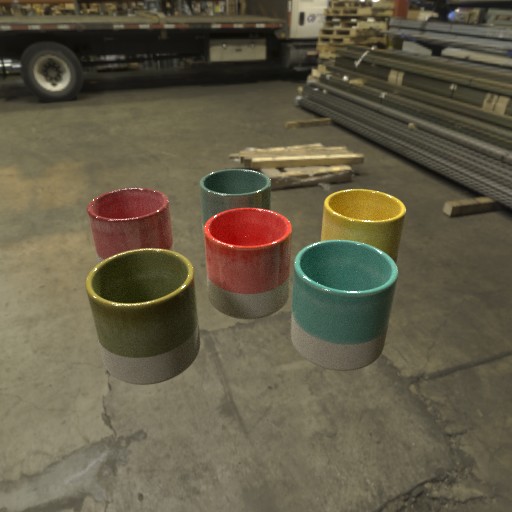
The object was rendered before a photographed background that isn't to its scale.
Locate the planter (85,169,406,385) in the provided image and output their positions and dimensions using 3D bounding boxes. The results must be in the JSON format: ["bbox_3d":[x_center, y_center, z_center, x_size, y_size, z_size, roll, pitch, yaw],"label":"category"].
[{"bbox_3d":[0.000,0.000,0.406,0.286,0.075,0.257,-10,33,-17],"label":"planter"}]
